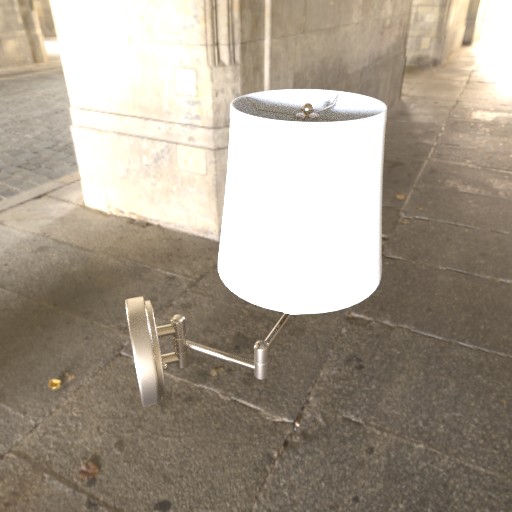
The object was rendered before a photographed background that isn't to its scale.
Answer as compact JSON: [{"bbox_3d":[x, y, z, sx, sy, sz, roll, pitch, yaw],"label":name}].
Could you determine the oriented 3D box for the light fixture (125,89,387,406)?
[{"bbox_3d":[0.000,0.000,0.585,0.348,0.381,0.223,-10,32,-16],"label":"light fixture"}]
